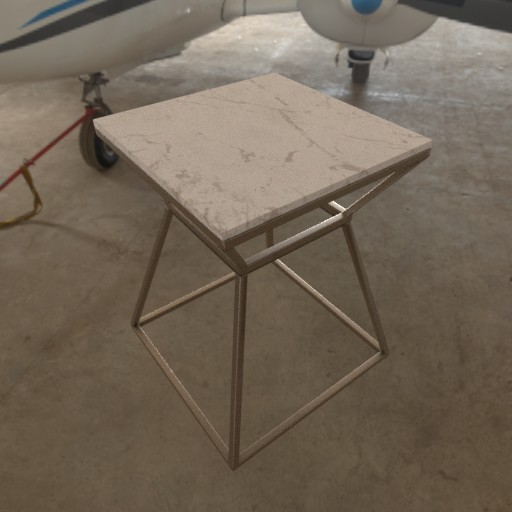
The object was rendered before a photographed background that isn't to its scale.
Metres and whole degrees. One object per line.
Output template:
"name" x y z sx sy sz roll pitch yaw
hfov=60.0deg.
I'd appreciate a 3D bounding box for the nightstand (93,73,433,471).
"nightstand" 0.000 0.000 0.917 0.455 0.554 0.455 -26 47 -27
